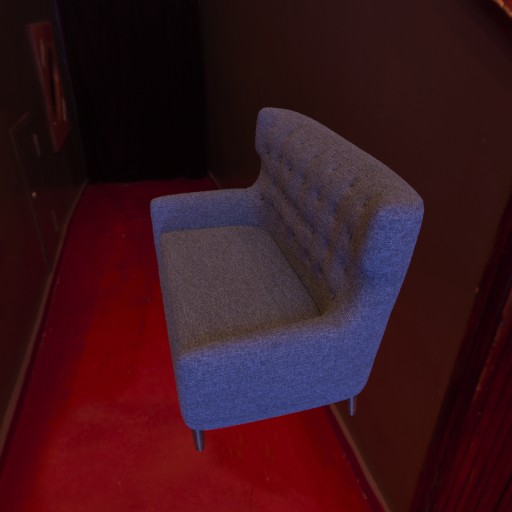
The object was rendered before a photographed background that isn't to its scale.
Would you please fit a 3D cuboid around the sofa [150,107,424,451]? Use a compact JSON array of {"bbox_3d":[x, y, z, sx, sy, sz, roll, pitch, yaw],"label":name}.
[{"bbox_3d":[0.000,0.000,2.032,0.874,1.028,1.358,-8,32,-13],"label":"sofa"}]
